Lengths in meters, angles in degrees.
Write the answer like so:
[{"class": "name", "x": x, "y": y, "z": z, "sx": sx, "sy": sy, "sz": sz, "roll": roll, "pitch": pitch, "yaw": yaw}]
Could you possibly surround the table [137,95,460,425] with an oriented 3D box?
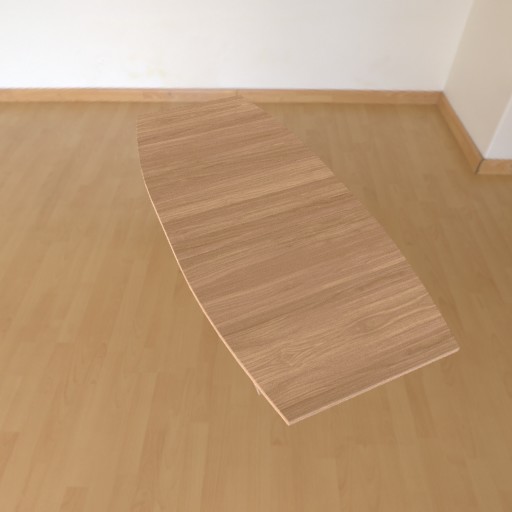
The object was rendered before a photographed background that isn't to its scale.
[{"class": "table", "x": 0.000, "y": 0.000, "z": 2.367, "sx": 0.900, "sy": 0.750, "sz": 2.032, "roll": -18, "pitch": 49, "yaw": -16}]
